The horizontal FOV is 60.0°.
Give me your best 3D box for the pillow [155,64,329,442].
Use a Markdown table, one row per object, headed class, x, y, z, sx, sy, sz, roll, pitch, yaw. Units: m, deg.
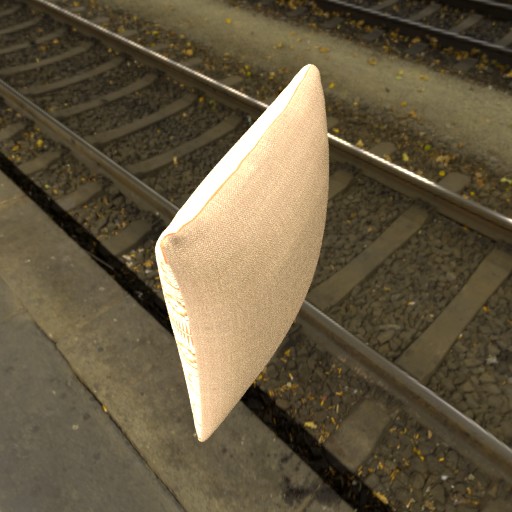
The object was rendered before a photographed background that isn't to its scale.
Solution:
| class | x | y | z | sx | sy | sz | roll | pitch | yaw |
| --- | --- | --- | --- | --- | --- | --- | --- | --- | --- |
| pillow | 0.000 | 0.000 | 0.813 | 0.215 | 0.519 | 0.521 | 17 | 49 | 16 |
